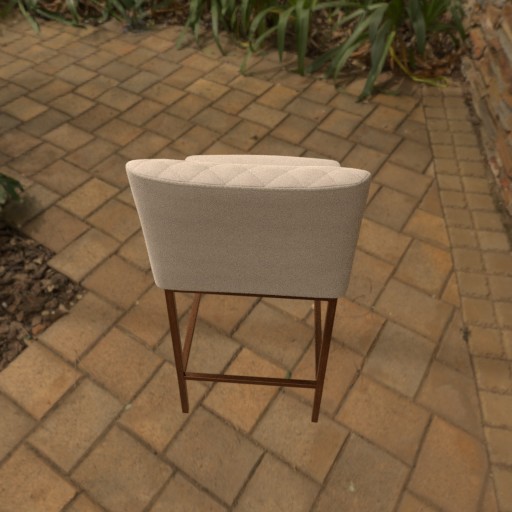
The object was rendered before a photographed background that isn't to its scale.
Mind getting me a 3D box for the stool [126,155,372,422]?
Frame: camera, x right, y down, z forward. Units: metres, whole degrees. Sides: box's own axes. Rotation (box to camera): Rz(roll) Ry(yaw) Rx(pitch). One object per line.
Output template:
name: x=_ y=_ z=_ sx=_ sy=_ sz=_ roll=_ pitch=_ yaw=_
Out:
stool: x=0.000 y=0.000 z=1.319 sx=0.507 sy=0.973 sz=0.576 roll=3 pitch=47 yaw=3
